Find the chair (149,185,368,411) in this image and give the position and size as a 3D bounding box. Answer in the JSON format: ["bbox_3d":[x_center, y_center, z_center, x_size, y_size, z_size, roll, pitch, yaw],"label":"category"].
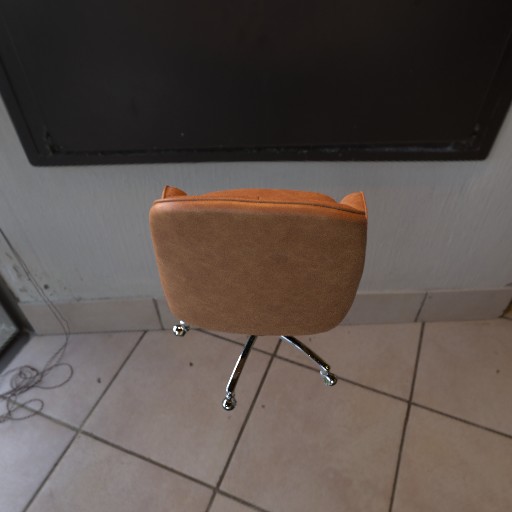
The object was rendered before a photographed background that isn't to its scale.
[{"bbox_3d":[0.000,0.000,1.352,0.628,0.909,0.615,2,47,2],"label":"chair"}]
